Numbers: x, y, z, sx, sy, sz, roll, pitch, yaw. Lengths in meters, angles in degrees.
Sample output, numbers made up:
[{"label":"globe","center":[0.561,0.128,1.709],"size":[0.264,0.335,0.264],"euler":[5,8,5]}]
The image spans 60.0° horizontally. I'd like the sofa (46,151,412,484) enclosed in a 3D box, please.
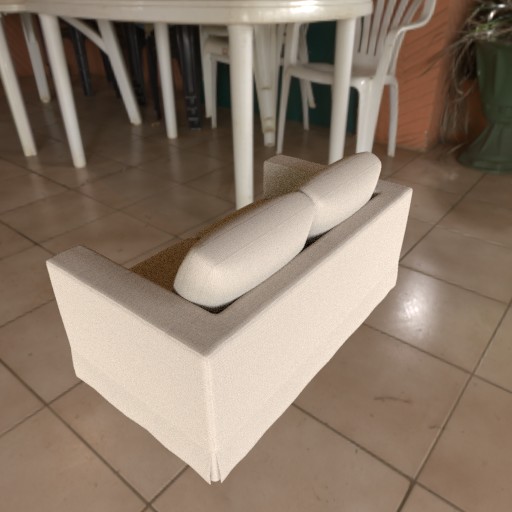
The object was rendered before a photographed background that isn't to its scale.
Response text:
[{"label":"sofa","center":[0.000,0.000,2.405],"size":[1.009,0.932,1.813],"euler":[22,38,32]}]
